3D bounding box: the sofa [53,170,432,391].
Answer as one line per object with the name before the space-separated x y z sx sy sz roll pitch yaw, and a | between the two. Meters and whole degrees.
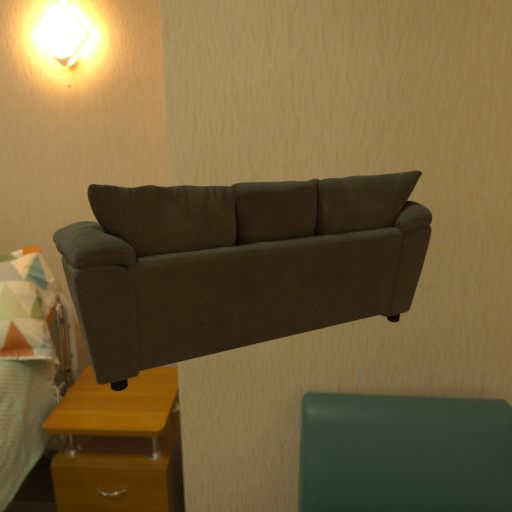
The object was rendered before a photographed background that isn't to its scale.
sofa | 0.000 0.000 2.873 2.336 1.073 0.878 -8 17 -26
